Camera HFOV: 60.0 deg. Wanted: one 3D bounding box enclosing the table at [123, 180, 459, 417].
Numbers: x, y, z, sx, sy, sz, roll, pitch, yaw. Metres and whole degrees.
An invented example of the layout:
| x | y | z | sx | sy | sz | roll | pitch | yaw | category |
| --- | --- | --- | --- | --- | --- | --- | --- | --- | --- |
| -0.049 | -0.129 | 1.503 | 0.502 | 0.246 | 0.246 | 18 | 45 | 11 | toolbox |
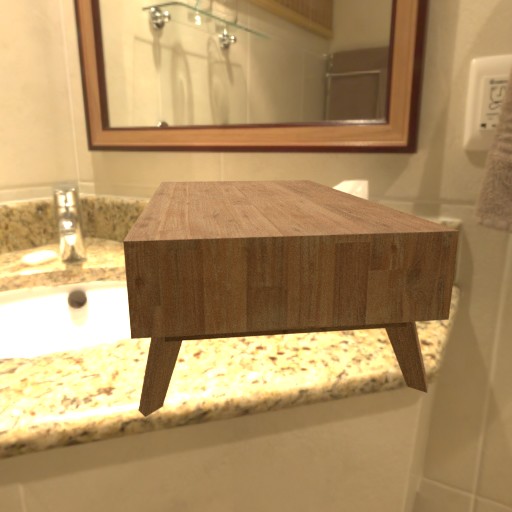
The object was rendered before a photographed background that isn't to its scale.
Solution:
| x | y | z | sx | sy | sz | roll | pitch | yaw | category |
| --- | --- | --- | --- | --- | --- | --- | --- | --- | --- |
| 0.000 | 0.000 | 2.010 | 0.918 | 0.531 | 1.619 | -2 | 15 | -8 | table |
